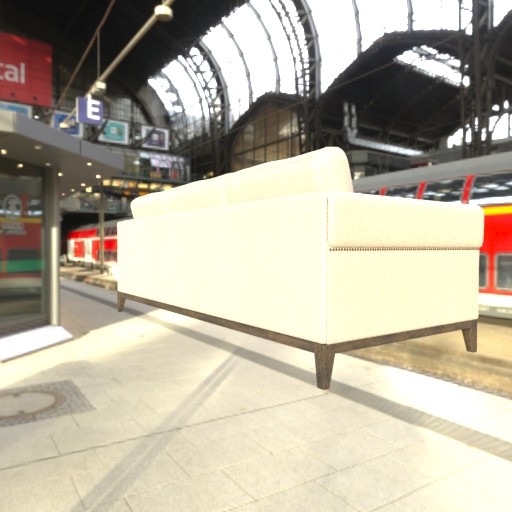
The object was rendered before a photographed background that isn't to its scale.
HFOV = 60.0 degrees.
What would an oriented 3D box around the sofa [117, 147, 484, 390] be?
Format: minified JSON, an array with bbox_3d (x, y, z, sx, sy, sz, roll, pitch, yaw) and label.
[{"bbox_3d":[0.000,0.000,2.609,0.959,0.838,2.210,-1,1,-35],"label":"sofa"}]
